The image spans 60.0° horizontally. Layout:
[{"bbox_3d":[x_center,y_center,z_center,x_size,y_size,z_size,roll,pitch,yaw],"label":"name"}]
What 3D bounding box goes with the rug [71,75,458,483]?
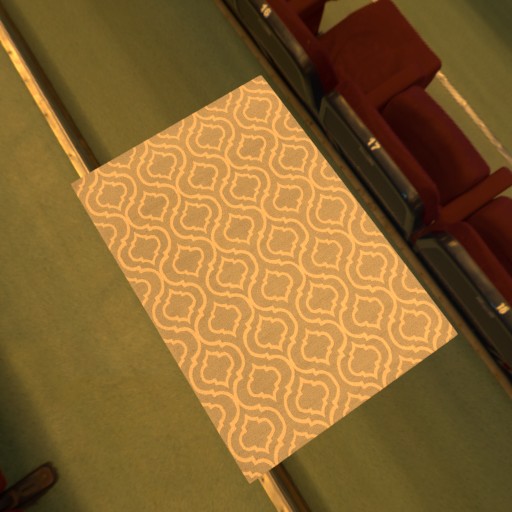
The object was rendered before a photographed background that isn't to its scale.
[{"bbox_3d":[0.000,0.000,2.696,1.451,0.010,2.080,-33,78,-8],"label":"rug"}]
